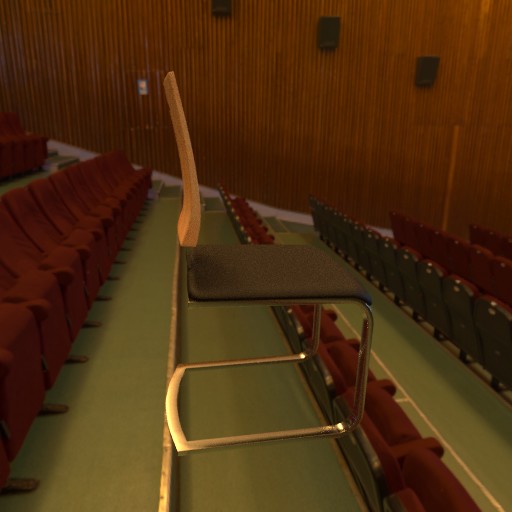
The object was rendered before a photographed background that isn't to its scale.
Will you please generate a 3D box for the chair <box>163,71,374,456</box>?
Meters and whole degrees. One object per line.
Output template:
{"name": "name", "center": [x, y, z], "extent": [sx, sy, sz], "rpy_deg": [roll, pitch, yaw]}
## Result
{"name": "chair", "center": [0.000, 0.000, 1.272], "extent": [0.560, 0.936, 0.462], "rpy_deg": [-3, 17, -9]}
